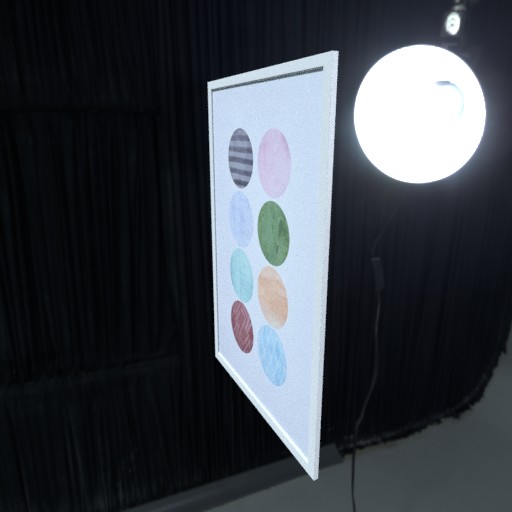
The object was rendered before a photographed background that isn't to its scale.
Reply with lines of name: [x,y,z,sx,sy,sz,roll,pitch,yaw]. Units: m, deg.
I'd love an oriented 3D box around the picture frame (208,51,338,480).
picture frame: [0.000,0.000,1.212,0.013,0.940,0.659,-8,18,-25]
